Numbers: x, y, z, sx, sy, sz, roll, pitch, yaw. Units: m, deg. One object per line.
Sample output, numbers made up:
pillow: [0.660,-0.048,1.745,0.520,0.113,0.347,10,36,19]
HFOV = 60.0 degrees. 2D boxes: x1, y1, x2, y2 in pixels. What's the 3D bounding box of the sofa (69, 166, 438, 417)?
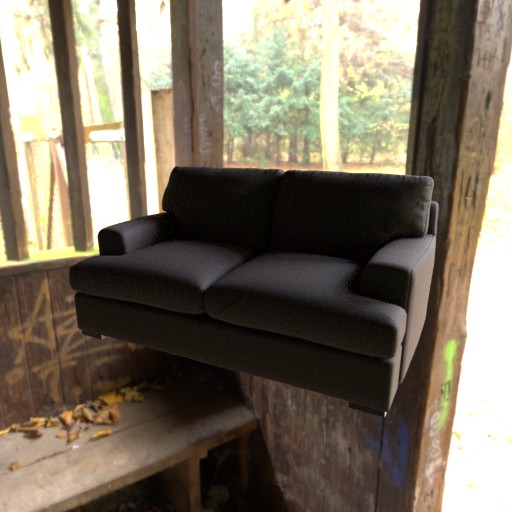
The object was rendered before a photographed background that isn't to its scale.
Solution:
sofa: [0.000,0.000,2.563,1.880,0.940,1.143,8,17,26]
